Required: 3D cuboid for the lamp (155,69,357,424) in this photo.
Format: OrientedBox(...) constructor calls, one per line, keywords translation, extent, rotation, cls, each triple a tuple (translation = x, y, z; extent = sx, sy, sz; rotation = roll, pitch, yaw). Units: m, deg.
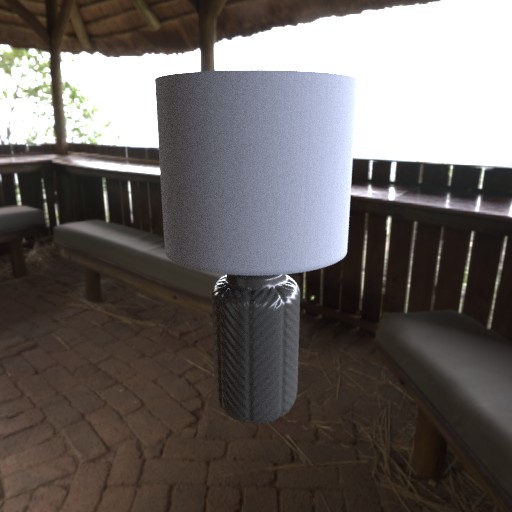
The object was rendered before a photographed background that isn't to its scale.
OrientedBox(translation=(0.000, 0.000, 0.507), extent=(0.203, 0.389, 0.203), rotation=(-8, 18, -24), cls="lamp")
